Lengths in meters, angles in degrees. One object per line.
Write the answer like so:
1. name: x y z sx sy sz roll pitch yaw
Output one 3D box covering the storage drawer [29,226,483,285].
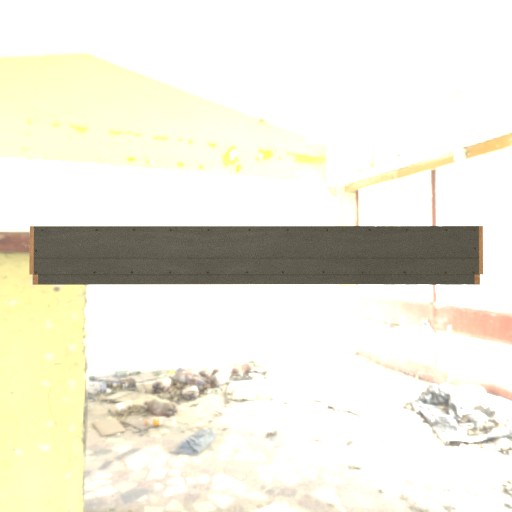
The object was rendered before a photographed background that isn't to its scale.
1. storage drawer: 0.000 0.000 2.251 2.032 0.264 0.538 0 -1 0
